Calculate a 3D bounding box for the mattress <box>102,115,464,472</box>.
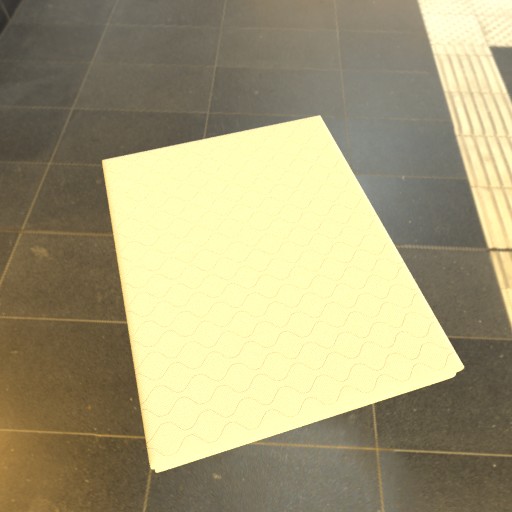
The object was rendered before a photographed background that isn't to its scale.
[{"bbox_3d":[0.000,0.000,2.697,1.600,0.200,2.000,-14,58,-9],"label":"mattress"}]
